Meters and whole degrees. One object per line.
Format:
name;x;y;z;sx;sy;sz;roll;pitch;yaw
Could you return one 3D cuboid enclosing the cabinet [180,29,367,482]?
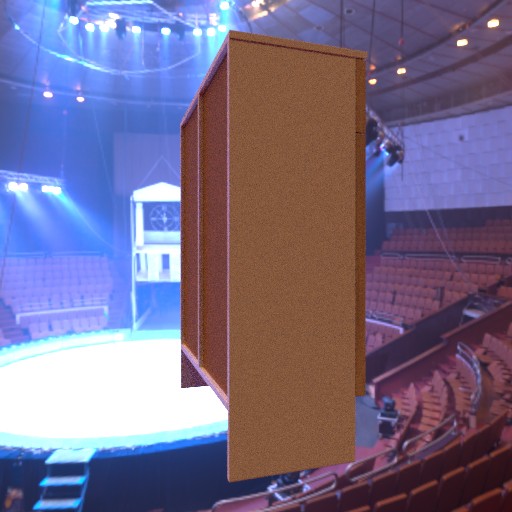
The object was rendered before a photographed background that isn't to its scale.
cabinet;0.000;0.000;1.128;0.296;0.815;0.600;0;0;-18
